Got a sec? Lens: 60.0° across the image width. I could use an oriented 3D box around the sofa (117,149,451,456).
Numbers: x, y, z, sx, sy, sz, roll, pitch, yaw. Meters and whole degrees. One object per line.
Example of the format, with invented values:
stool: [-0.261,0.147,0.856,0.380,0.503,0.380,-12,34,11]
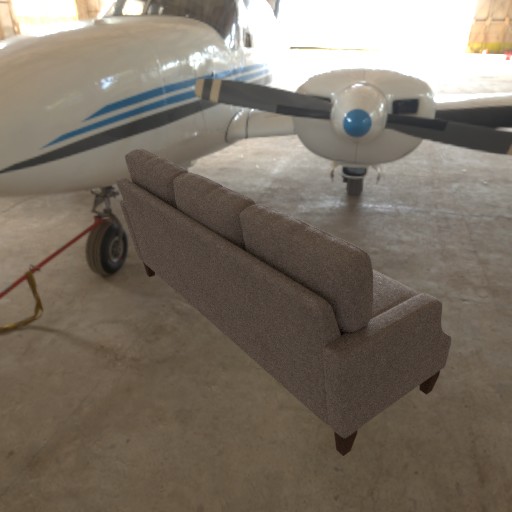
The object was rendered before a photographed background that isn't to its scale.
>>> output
sofa: [0.000,0.000,2.622,0.888,0.984,2.115,-19,32,-32]
